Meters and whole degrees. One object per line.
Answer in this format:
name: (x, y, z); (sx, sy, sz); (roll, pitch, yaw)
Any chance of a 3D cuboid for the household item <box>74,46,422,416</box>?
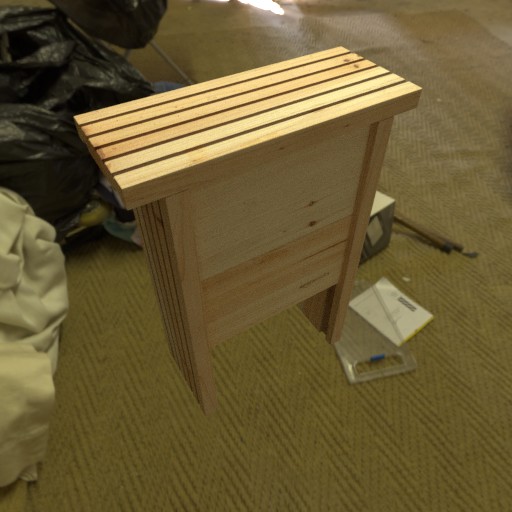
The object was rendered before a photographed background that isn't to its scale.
household item: (0.000, 0.000, 0.552); (0.301, 0.407, 0.123); (-24, 50, -22)
